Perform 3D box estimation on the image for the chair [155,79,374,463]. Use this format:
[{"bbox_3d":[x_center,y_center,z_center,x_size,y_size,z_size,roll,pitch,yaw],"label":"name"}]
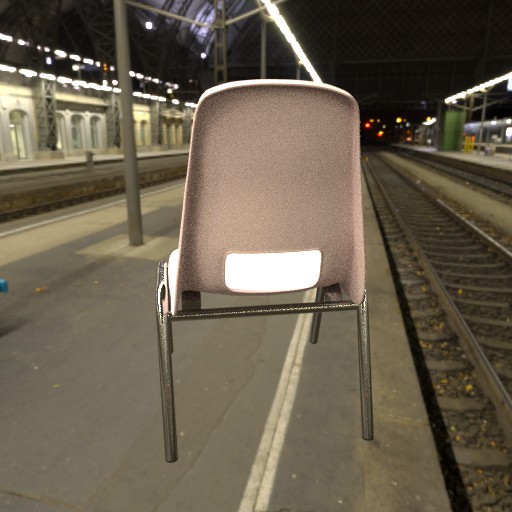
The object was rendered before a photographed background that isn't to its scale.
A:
[{"bbox_3d":[0.000,0.000,0.777,0.354,0.537,0.385,-2,15,-9],"label":"chair"}]
